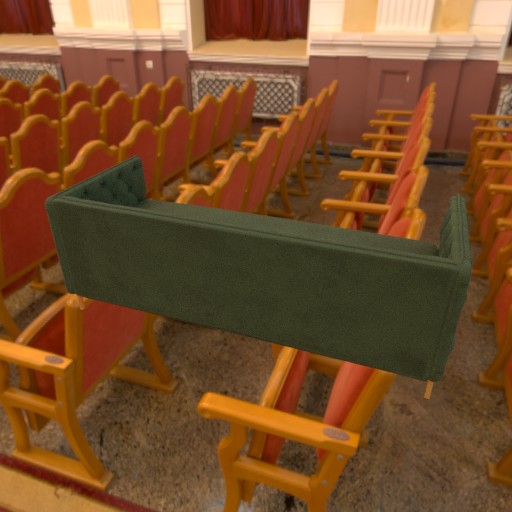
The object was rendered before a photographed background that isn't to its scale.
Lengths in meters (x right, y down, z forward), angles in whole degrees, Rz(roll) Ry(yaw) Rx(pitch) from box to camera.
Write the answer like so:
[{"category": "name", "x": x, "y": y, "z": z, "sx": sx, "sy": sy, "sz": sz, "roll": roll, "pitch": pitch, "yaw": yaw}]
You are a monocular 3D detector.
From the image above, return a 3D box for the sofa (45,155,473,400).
[{"category": "sofa", "x": 0.000, "y": 0.000, "z": 2.626, "sx": 2.209, "sy": 0.771, "sz": 0.895, "roll": 10, "pitch": 31, "yaw": 18}]
